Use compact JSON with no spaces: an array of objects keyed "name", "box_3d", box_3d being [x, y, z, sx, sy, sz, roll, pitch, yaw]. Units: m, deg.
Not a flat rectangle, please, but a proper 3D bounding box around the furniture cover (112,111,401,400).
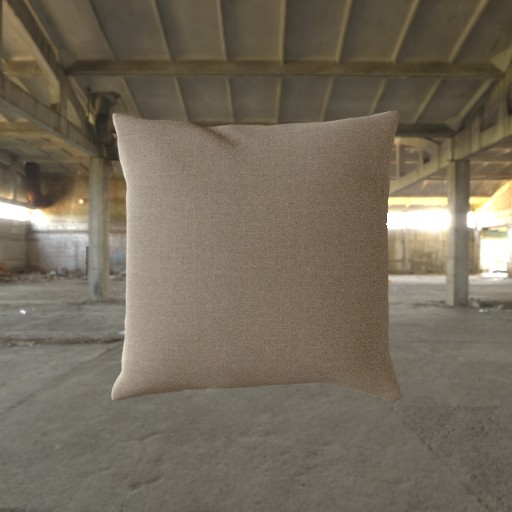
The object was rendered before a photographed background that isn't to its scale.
[{"name":"furniture cover","box_3d":[0.000,0.000,0.662,0.431,0.431,0.139,0,0,0]}]
